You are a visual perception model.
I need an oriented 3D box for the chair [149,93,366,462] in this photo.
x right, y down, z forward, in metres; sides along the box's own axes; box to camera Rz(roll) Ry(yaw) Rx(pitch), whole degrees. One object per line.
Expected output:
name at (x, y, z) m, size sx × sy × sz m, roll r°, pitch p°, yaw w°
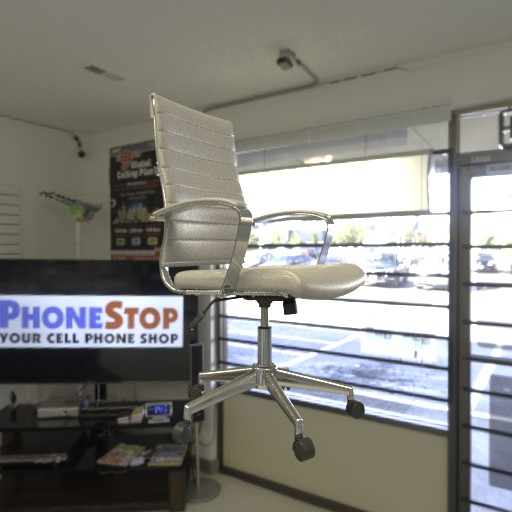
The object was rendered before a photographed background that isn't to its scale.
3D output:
chair at (0.000, 0.000, 1.580) m, size 0.667 × 1.149 × 0.679 m, roll 1°, pitch 1°, yaw 35°
